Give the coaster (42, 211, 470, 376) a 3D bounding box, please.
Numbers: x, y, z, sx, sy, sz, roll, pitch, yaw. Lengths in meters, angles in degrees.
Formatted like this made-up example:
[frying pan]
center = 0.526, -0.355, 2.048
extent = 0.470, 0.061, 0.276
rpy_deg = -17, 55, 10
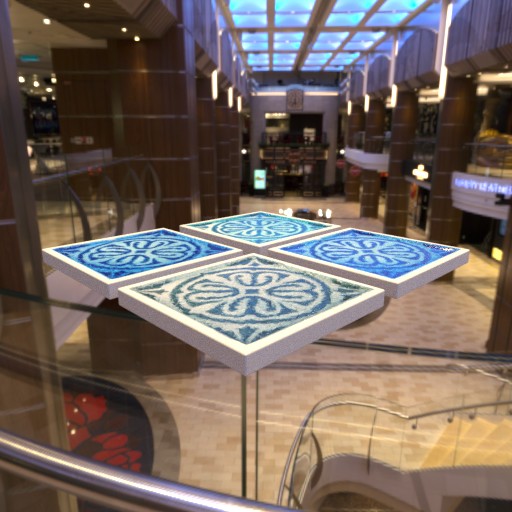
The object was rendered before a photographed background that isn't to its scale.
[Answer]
[coaster]
center = 0.000, 0.000, 0.317
extent = 0.219, 0.010, 0.214
rpy_deg = -15, 22, -42
